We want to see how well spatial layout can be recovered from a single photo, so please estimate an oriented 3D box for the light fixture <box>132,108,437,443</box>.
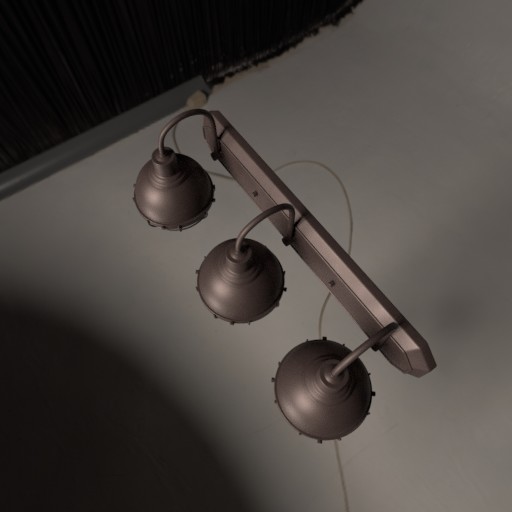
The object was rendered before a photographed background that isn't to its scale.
[{"bbox_3d":[0.000,0.000,0.768,0.229,0.254,0.634,-33,69,-15],"label":"light fixture"}]
